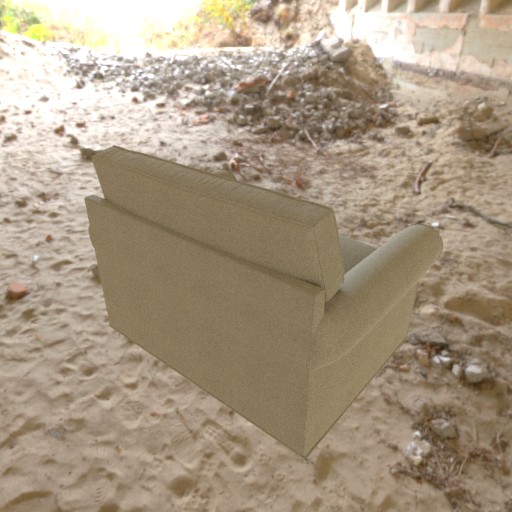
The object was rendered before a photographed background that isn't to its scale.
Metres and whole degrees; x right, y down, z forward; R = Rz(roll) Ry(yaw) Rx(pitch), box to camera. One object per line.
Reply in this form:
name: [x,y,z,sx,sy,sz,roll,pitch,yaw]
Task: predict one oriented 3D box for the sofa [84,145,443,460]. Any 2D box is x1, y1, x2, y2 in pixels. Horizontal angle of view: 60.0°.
sofa: [0.000,0.000,2.084,1.405,0.991,0.936,22,36,34]
